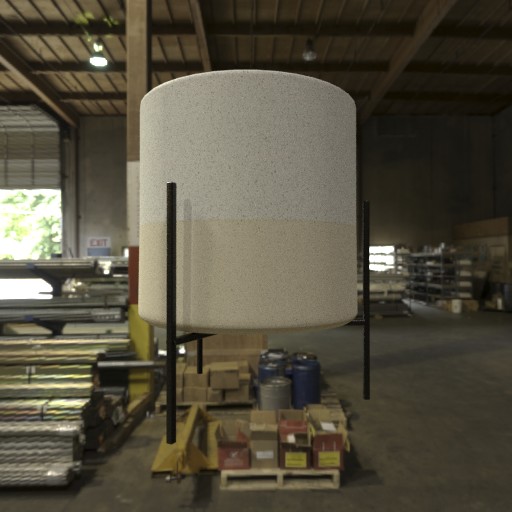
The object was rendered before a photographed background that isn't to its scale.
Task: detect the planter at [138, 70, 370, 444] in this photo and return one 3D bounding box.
[{"bbox_3d":[0.000,0.000,0.653,0.335,0.423,0.313,0,0,-2],"label":"planter"}]
